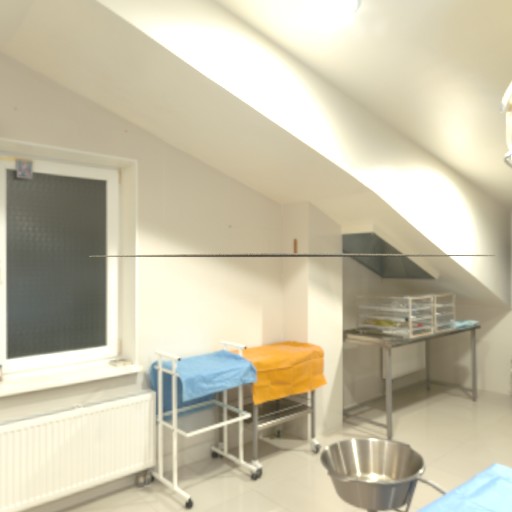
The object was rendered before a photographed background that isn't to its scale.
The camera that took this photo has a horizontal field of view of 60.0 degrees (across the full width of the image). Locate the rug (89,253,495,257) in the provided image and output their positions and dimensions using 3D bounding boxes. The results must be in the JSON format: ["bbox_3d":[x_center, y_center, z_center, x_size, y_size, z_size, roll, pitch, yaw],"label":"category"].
[{"bbox_3d":[0.000,0.000,2.290,1.229,0.005,1.827,0,0,-35],"label":"rug"}]
